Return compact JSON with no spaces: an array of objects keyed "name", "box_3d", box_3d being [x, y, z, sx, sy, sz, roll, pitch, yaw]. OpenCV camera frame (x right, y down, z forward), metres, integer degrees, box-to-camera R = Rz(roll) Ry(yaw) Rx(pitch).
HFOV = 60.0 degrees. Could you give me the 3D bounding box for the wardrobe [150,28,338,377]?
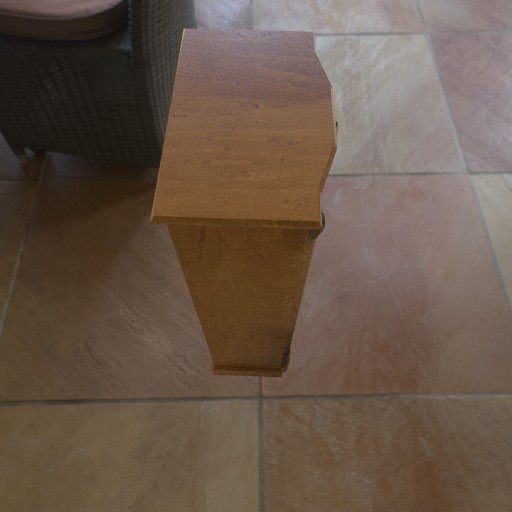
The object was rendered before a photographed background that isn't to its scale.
[{"name":"wardrobe","box_3d":[0.000,0.000,1.112,0.273,0.959,0.406,2,62,1]}]
